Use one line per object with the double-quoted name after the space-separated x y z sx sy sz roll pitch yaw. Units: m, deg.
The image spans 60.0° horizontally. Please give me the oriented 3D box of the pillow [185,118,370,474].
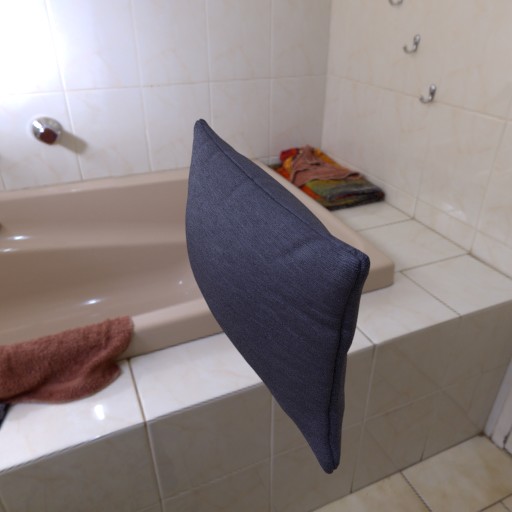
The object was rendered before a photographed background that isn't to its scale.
0.000 0.000 0.773 0.210 0.338 0.633 -11 32 -18 "pillow"
